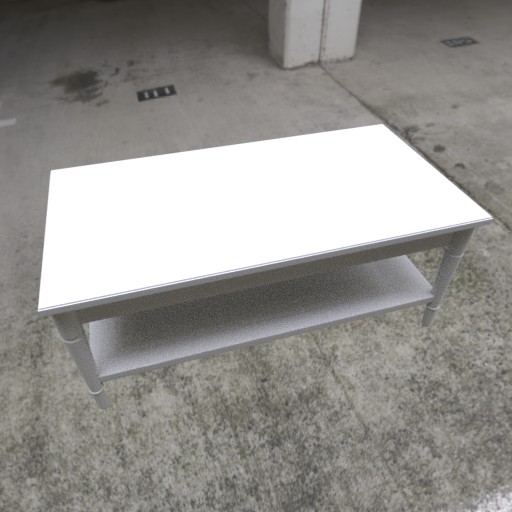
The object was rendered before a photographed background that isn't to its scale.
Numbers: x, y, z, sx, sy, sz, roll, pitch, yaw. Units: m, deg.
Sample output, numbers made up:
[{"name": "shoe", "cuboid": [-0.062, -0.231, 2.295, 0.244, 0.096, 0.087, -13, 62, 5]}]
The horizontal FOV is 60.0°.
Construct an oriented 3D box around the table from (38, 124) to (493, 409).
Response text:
[{"name": "table", "cuboid": [0.000, 0.000, 1.338, 1.067, 0.457, 0.559, -11, 43, -12]}]
